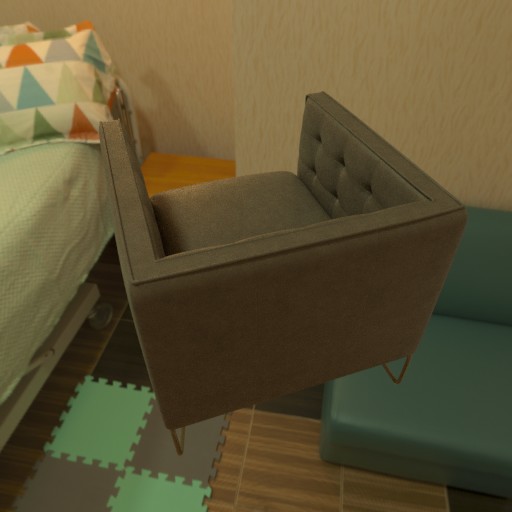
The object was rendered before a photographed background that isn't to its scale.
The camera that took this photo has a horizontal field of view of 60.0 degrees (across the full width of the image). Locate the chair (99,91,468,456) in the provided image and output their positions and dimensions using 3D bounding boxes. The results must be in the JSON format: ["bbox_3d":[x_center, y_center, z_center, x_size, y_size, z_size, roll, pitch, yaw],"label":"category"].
[{"bbox_3d":[0.000,0.000,1.571,0.880,0.790,0.894,-13,43,-14],"label":"chair"}]
